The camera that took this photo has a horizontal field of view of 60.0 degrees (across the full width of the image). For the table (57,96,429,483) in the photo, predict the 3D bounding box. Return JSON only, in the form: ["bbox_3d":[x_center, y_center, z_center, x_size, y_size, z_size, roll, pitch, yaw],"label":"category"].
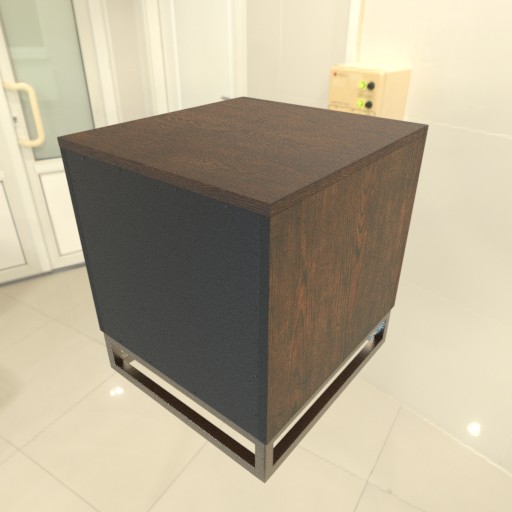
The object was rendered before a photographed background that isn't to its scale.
[{"bbox_3d":[0.000,0.000,1.027,0.506,0.582,0.566,22,36,33],"label":"table"}]
